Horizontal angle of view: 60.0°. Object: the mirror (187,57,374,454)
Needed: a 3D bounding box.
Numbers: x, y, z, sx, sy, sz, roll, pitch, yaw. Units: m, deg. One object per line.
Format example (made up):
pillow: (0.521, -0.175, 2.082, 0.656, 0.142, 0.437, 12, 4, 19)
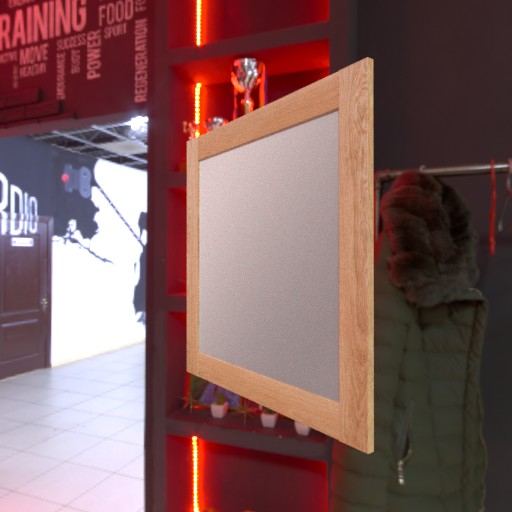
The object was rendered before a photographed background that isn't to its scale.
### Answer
mirror: (0.000, 0.000, 1.223, 0.020, 0.800, 0.800, 0, 0, -36)
